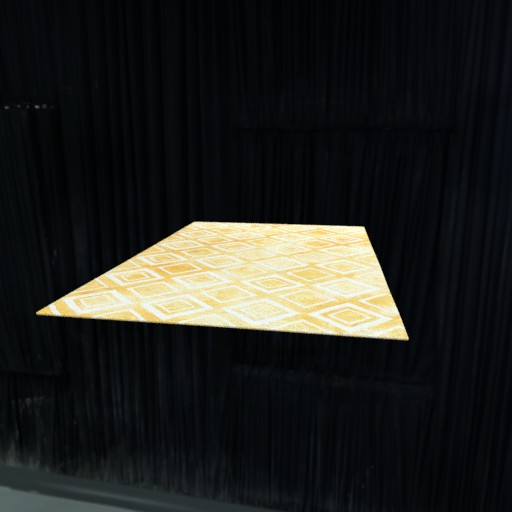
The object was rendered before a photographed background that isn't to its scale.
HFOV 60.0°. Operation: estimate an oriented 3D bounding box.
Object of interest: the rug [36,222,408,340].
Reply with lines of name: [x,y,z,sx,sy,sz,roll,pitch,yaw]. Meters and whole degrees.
rug: [0.000,0.000,2.273,1.213,0.010,1.829,2,14,9]
